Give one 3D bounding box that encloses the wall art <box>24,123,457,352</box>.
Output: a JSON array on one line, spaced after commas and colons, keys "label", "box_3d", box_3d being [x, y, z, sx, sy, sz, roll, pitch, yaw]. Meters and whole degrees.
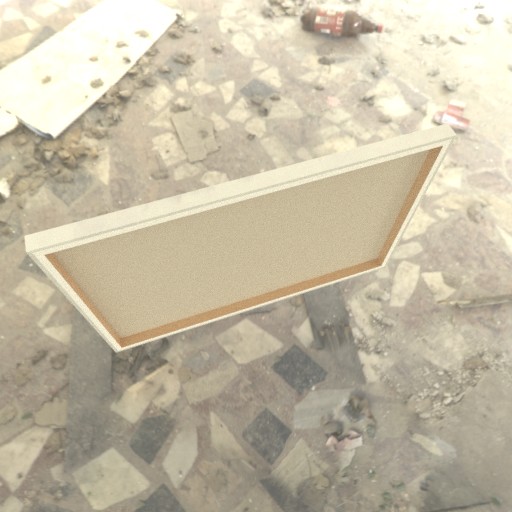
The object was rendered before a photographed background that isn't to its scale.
[{"label": "wall art", "box_3d": [0.000, 0.000, 1.170, 0.915, 0.610, 0.038, -17, 62, -9]}]
